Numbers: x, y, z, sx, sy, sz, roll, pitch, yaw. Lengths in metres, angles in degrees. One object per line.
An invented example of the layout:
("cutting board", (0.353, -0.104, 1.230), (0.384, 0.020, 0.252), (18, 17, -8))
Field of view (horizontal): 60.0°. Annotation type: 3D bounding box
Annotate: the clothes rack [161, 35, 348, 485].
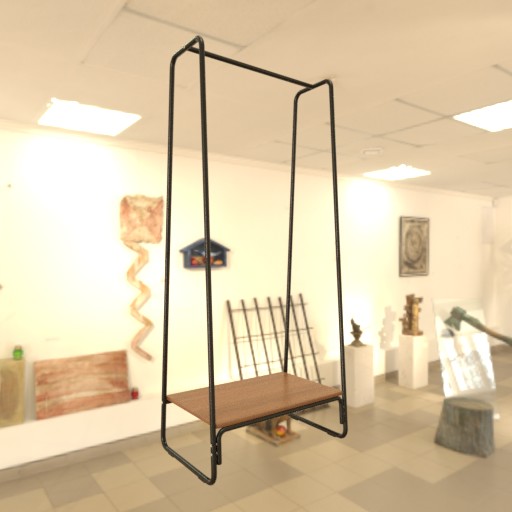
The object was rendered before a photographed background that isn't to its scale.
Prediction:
("clothes rack", (0.000, 0.000, 1.761), (0.640, 1.500, 0.400), (0, 0, -37))
